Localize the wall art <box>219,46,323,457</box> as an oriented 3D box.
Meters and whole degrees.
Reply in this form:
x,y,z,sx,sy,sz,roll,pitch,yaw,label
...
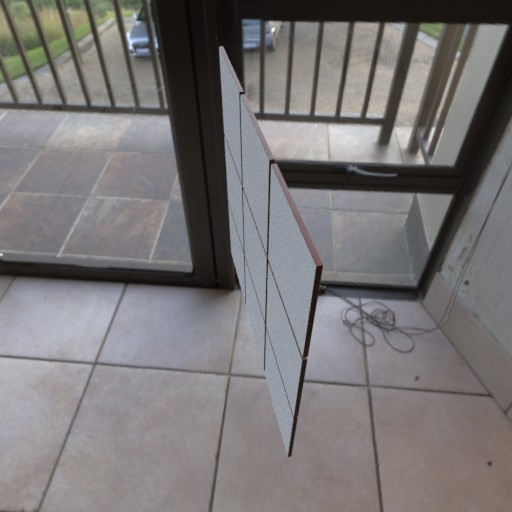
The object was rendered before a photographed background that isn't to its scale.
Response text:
x,y,z,sx,sy,sz,roll,pitch,yaw,label
0.000,0.000,1.883,0.017,1.246,1.256,-10,48,-9,wall art
